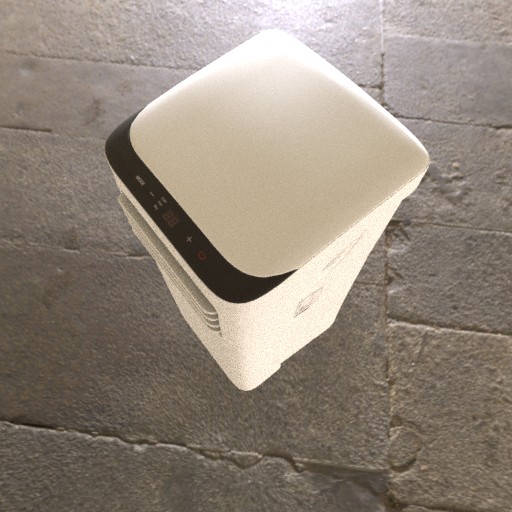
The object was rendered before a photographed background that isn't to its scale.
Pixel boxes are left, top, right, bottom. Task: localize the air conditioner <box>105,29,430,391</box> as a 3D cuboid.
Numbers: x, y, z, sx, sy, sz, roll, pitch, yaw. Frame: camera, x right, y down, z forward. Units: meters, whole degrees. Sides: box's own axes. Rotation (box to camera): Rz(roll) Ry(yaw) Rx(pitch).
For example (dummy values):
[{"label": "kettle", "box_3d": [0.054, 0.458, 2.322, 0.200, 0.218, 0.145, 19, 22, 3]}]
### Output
[{"label": "air conditioner", "box_3d": [0.000, 0.000, 0.917, 0.369, 0.716, 0.352, -35, 68, -16]}]
